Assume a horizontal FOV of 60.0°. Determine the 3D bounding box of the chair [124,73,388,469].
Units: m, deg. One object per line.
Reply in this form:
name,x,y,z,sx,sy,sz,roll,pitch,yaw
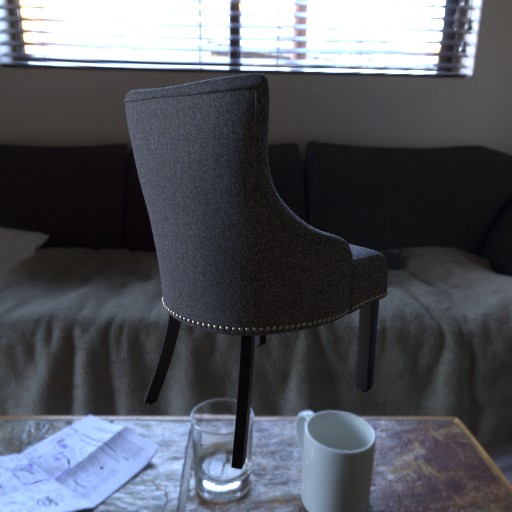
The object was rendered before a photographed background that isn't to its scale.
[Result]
chair,0.000,0.000,1.300,0.566,0.909,0.629,14,20,42
